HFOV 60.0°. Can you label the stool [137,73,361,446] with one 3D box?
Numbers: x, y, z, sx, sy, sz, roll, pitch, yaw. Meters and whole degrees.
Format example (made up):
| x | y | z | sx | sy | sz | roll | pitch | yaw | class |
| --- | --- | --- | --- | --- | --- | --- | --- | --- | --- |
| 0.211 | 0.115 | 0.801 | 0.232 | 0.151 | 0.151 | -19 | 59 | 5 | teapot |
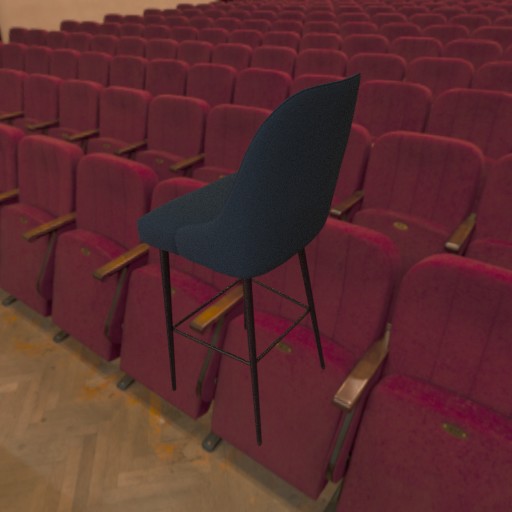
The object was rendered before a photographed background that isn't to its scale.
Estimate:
| x | y | z | sx | sy | sz | roll | pitch | yaw | class |
| --- | --- | --- | --- | --- | --- | --- | --- | --- | --- |
| 0.000 | 0.000 | 1.374 | 0.489 | 1.079 | 0.527 | 21 | 37 | 31 | stool |
